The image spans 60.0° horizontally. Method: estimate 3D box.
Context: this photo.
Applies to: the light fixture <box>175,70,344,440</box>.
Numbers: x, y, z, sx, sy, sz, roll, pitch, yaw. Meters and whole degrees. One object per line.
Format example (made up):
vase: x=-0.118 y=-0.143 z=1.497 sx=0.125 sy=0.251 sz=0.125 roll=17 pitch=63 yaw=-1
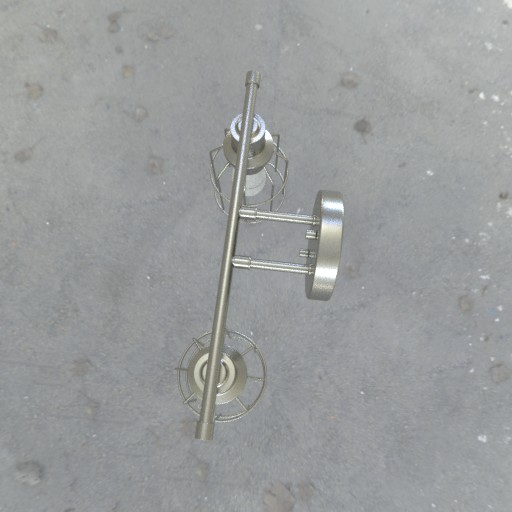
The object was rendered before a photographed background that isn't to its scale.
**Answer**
light fixture: x=0.000 y=0.000 z=0.538 sx=0.165 sy=0.254 sz=0.406 roll=6 pitch=74 yaw=2
